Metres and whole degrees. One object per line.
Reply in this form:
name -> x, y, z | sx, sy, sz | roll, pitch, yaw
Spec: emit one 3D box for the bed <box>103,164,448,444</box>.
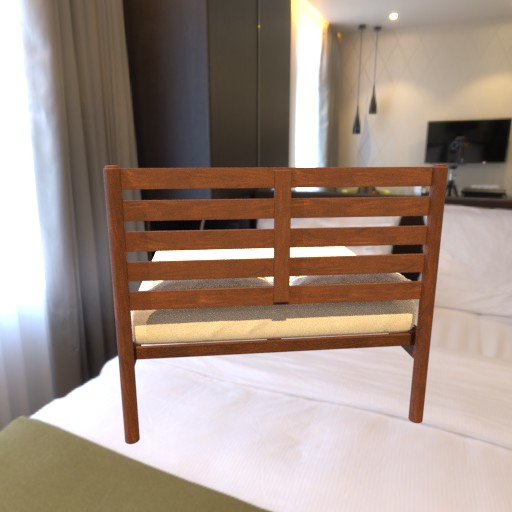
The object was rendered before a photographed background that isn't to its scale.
bed -> 0.000, 0.000, 3.051 | 1.509, 1.304, 2.093 | -2, 14, -6
